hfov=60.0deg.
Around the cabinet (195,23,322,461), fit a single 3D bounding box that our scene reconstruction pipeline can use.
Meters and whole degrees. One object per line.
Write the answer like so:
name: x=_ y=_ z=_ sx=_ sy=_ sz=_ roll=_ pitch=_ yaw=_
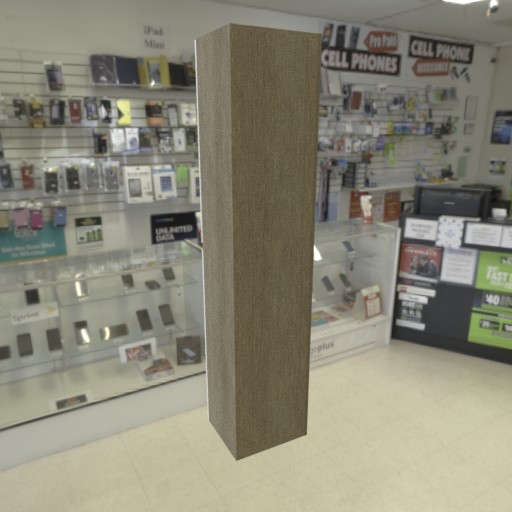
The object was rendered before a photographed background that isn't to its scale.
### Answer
cabinet: x=0.000 y=0.000 z=1.555 sx=0.300 sy=1.400 sz=0.270 roll=-8 pitch=18 yaw=-27
